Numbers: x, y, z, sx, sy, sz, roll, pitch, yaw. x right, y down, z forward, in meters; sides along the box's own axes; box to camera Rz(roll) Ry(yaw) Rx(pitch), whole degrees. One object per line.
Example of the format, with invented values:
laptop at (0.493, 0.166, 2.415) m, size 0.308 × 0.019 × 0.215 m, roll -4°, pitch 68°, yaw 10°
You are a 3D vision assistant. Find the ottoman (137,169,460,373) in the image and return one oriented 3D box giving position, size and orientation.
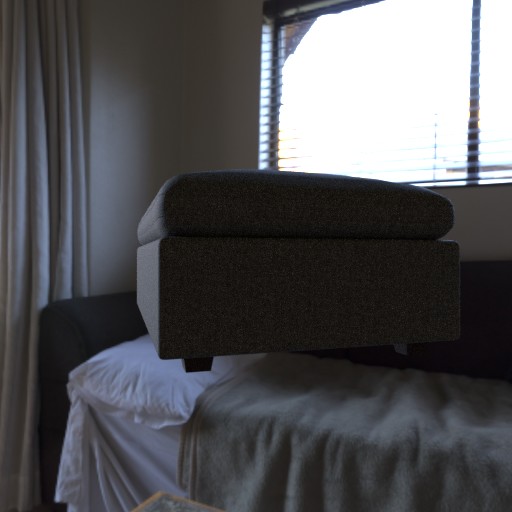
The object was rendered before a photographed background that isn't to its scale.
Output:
ottoman at (0.000, 0.000, 1.444) m, size 0.711 × 0.483 × 1.041 m, roll 0°, pitch 0°, yaw -17°
